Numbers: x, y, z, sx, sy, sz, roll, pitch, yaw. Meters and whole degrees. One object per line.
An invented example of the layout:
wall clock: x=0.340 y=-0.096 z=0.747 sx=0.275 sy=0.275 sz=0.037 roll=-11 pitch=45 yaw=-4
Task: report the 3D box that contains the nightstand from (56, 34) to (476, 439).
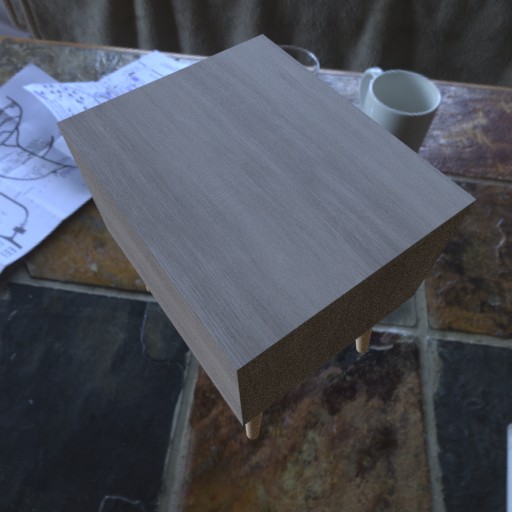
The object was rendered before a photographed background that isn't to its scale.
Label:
nightstand: x=0.000 y=0.000 z=0.811 sx=0.380 sy=0.500 sz=0.450 roll=-32 pitch=63 yaw=-19
